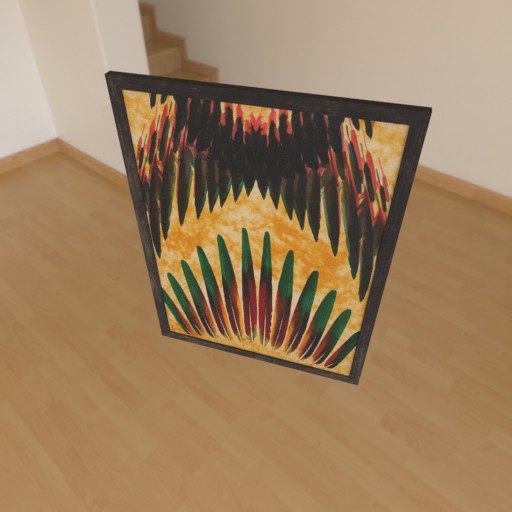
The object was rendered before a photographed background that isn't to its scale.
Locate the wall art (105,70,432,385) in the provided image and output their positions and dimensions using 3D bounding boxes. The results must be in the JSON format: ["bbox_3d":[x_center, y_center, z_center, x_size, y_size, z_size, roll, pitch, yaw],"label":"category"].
[{"bbox_3d":[0.000,0.000,1.418,0.812,1.066,0.029,11,43,13],"label":"wall art"}]
